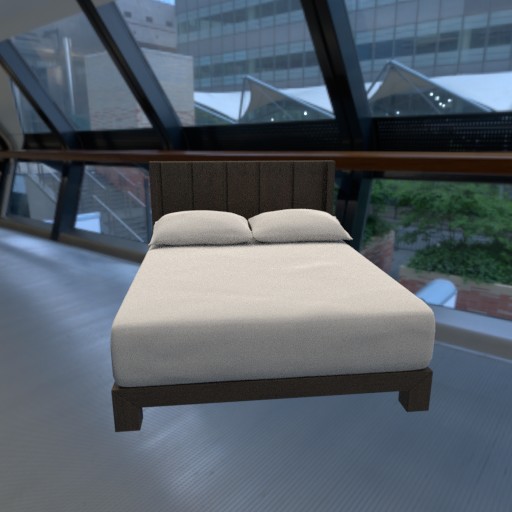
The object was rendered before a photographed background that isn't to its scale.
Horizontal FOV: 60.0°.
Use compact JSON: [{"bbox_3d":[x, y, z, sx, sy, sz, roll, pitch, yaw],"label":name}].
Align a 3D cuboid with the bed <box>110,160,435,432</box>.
[{"bbox_3d":[0.000,0.000,3.295,1.727,1.270,2.242,-2,15,-6],"label":"bed"}]
